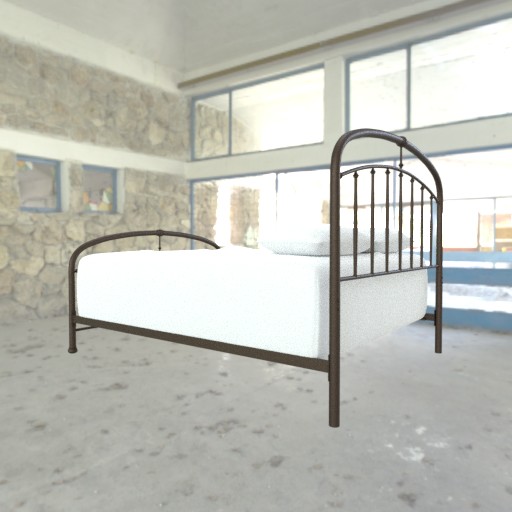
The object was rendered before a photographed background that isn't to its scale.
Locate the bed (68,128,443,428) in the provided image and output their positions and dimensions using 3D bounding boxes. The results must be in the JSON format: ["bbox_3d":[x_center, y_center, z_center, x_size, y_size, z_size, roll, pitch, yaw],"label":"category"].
[{"bbox_3d":[0.000,0.000,3.231,2.180,1.425,1.711,1,2,37],"label":"bed"}]
